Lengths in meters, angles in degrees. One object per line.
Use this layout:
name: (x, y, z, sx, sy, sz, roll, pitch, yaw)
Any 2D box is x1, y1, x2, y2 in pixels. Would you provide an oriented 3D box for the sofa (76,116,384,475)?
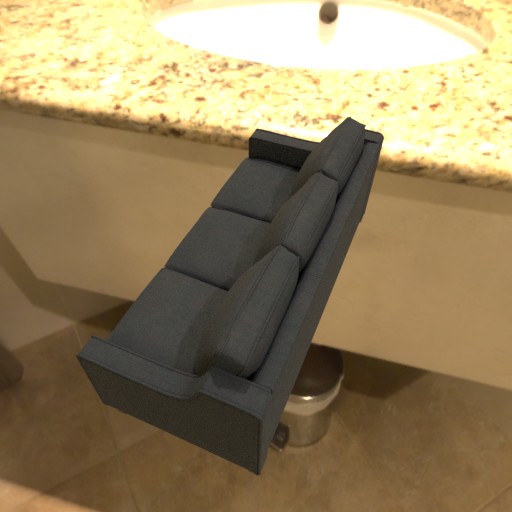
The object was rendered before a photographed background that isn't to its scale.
sofa: (0.000, 0.000, 2.552, 0.911, 0.974, 1.986, 18, 50, 16)
